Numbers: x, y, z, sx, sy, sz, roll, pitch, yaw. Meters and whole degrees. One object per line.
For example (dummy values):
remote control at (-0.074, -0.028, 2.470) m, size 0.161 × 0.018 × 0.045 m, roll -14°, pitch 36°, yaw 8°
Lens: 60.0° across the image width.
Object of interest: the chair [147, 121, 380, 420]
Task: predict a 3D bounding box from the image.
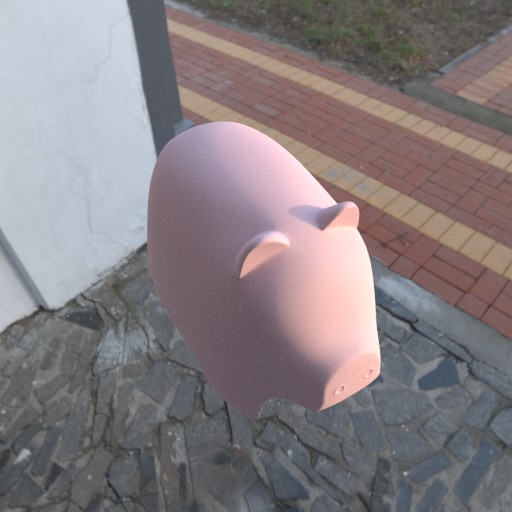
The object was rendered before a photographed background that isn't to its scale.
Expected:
chair at (0.000, 0.000, 0.861) m, size 0.364 × 0.423 × 0.619 m, roll -23°, pitch 52°, yaw -19°
